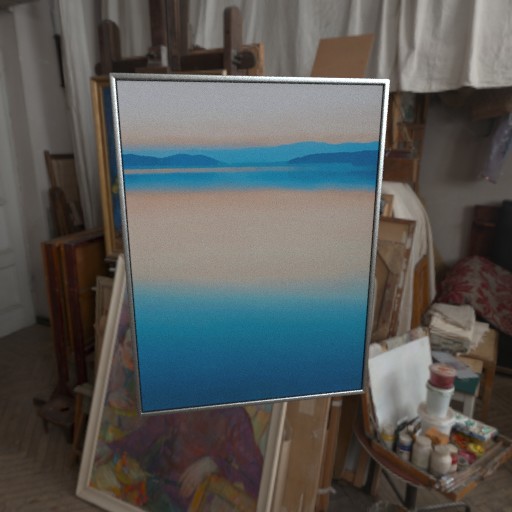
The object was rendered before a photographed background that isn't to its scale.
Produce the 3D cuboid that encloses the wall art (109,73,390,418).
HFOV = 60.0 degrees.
[{"bbox_3d":[0.000,0.000,1.407,0.801,1.062,0.037,-3,16,-10],"label":"wall art"}]
